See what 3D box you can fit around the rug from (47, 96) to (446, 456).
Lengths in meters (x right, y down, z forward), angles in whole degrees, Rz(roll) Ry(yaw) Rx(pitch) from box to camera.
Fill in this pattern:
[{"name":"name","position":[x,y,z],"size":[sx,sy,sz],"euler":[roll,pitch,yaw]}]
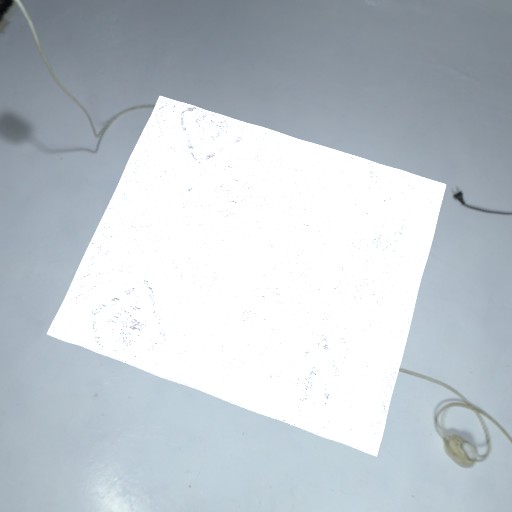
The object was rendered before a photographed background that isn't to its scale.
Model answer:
[{"name":"rug","position":[0.000,0.000,0.870],"size":[0.639,0.006,0.548],"euler":[19,75,5]}]
